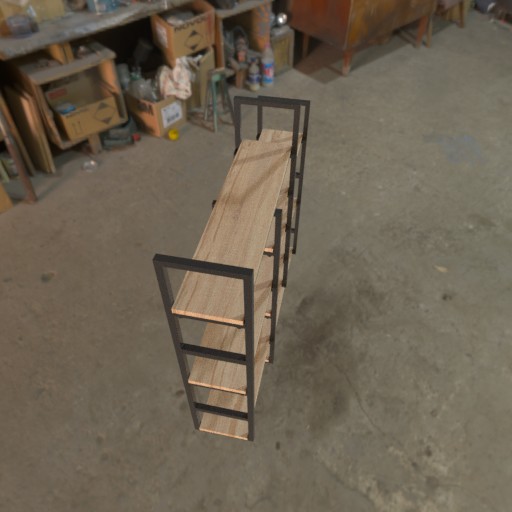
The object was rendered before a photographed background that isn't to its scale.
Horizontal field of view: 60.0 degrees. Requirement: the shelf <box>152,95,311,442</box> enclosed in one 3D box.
[{"bbox_3d":[0.000,0.000,1.431,0.183,0.921,0.946,9,48,8],"label":"shelf"}]
